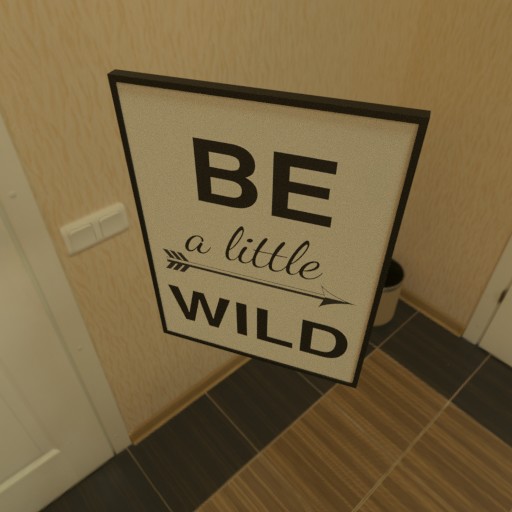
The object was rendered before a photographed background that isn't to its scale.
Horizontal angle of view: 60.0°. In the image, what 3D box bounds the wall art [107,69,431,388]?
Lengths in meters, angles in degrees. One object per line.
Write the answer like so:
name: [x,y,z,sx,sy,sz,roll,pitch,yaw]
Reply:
wall art: [0.000,0.000,1.418,0.806,1.062,0.038,13,43,14]
